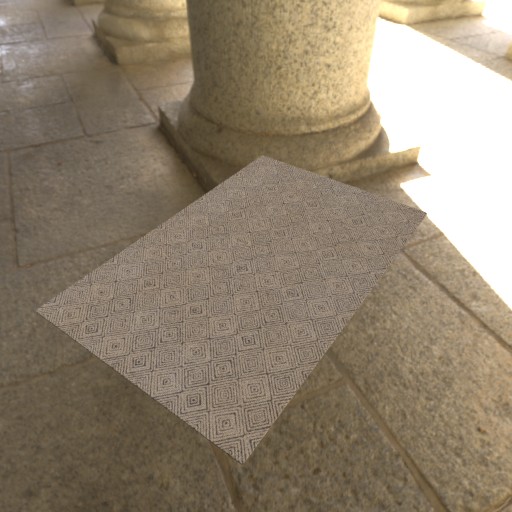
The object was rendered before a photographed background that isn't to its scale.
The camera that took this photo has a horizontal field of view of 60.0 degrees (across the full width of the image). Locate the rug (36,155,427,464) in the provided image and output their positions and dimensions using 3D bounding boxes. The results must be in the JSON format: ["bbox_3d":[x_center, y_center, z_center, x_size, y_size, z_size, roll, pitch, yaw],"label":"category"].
[{"bbox_3d":[0.000,0.000,2.290,1.175,0.008,1.783,25,47,26],"label":"rug"}]
